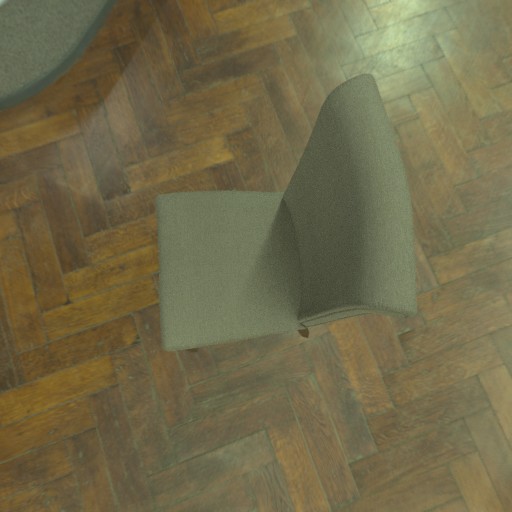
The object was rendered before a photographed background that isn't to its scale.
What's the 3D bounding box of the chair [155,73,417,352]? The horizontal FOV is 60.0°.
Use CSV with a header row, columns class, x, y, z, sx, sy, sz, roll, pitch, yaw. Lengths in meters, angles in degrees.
class,x,y,z,sx,sy,sz,roll,pitch,yaw
chair,0.000,0.000,1.328,0.608,0.988,0.513,-5,76,-1
